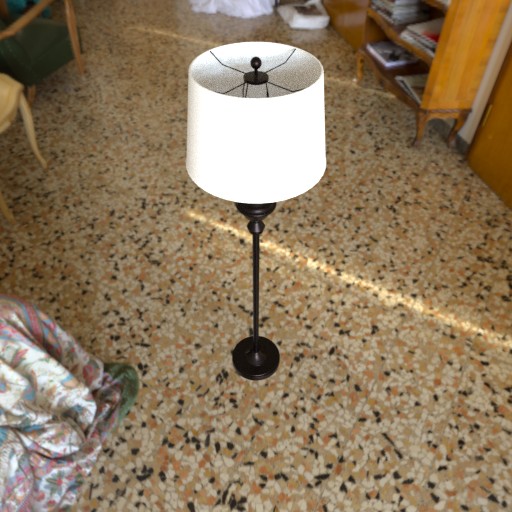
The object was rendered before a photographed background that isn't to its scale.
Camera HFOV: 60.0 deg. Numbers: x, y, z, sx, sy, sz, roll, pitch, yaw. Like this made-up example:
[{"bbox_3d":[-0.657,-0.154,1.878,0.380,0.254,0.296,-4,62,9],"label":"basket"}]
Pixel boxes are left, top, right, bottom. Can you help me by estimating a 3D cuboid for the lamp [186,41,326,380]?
[{"bbox_3d":[0.000,0.000,1.681,0.431,1.484,0.431,0,46,0],"label":"lamp"}]
